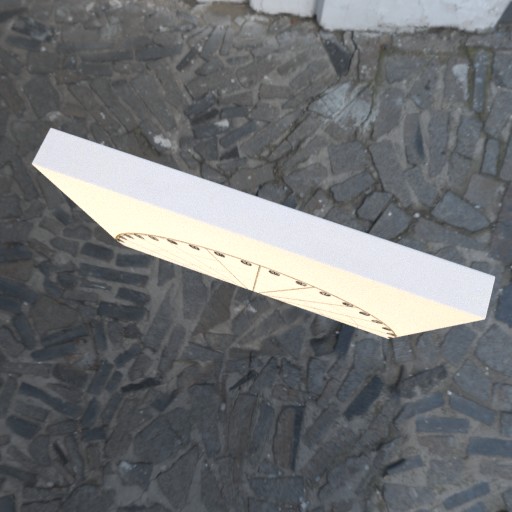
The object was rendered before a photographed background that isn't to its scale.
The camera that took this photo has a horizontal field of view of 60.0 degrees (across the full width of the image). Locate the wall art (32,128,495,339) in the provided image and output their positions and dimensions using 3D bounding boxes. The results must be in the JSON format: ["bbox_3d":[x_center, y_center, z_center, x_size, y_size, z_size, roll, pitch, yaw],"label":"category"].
[{"bbox_3d":[0.000,0.000,0.481,0.384,0.254,0.039,19,77,5],"label":"wall art"}]
